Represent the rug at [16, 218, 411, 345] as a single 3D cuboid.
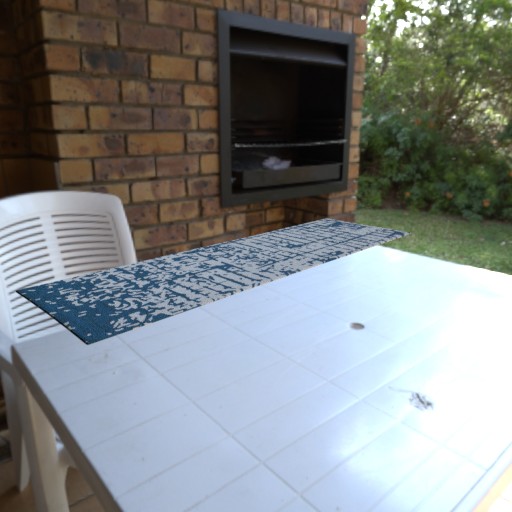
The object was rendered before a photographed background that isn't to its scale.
[{"bbox_3d":[0.000,0.000,2.646,2.435,0.011,0.750,-16,22,-43],"label":"rug"}]
